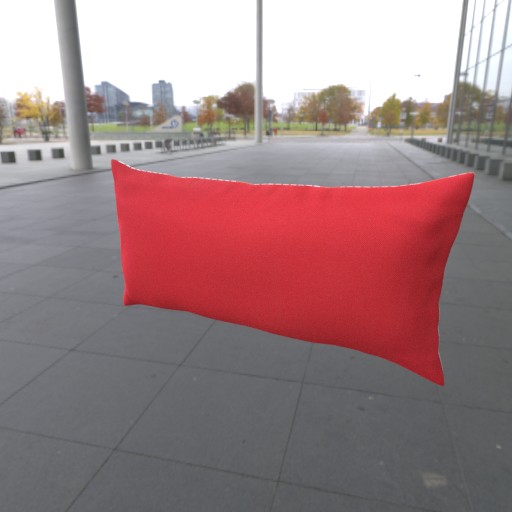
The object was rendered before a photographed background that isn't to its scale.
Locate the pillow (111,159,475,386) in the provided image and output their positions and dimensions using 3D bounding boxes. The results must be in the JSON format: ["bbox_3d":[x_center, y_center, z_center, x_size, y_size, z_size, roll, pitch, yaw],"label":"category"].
[{"bbox_3d":[0.000,0.000,0.721,0.608,0.297,0.151,9,18,27],"label":"pillow"}]
